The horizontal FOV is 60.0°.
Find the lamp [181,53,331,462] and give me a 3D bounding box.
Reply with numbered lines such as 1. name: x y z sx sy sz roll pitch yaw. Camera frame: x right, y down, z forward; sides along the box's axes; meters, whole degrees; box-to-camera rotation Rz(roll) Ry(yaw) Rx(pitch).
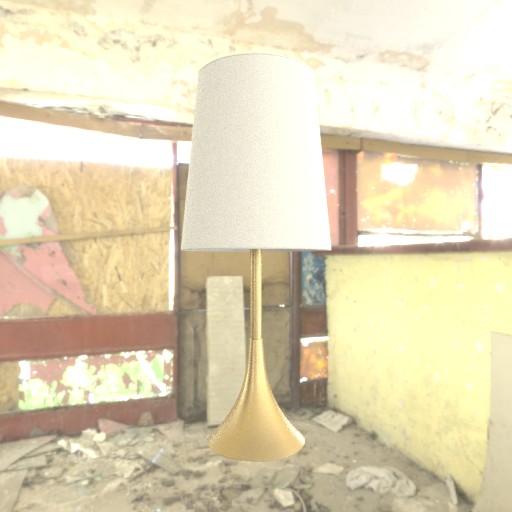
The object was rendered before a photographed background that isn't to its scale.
1. lamp: 0.000 0.000 0.689 0.231 0.569 0.231 0 0 0
